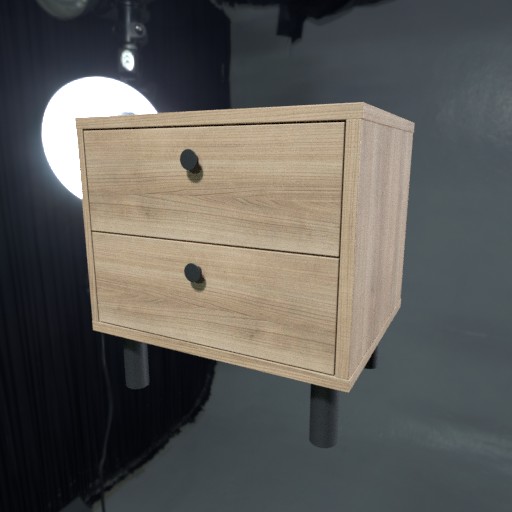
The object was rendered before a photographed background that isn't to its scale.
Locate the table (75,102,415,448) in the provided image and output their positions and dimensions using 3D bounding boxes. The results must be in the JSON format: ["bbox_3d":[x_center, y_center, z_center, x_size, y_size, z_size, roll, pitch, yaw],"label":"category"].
[{"bbox_3d":[0.000,0.000,0.783,0.445,0.460,0.380,7,14,27],"label":"table"}]
